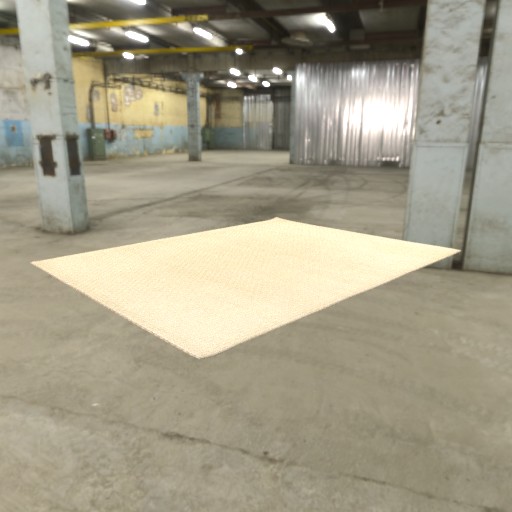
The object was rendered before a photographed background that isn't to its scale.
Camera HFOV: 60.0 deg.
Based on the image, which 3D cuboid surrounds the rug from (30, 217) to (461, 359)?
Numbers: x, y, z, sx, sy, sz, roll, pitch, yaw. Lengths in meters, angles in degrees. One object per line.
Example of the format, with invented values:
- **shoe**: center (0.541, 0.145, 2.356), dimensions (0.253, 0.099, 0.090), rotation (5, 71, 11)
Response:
- **rug**: center (0.000, 0.000, 3.761), dimensions (2.897, 0.035, 2.277), rotation (-14, 20, -42)
